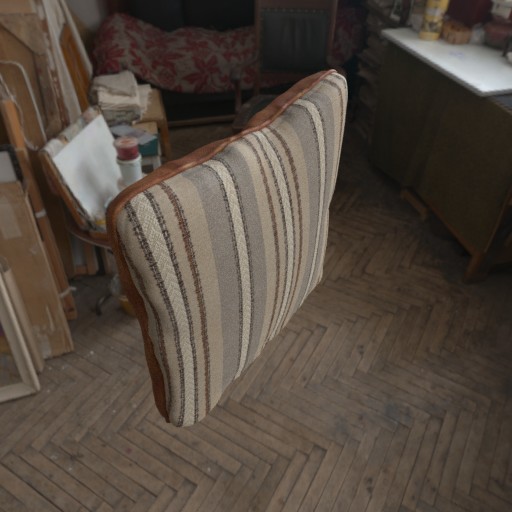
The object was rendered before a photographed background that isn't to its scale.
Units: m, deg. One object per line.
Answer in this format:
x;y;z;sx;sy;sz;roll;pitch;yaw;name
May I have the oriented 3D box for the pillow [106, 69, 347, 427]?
0.000;0.000;0.747;0.130;0.490;0.489;27;49;26;pillow
